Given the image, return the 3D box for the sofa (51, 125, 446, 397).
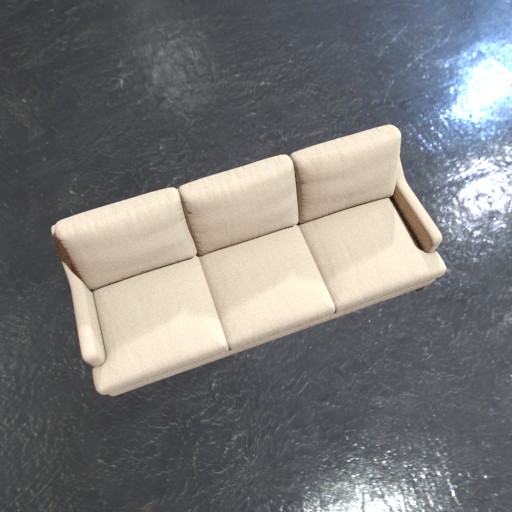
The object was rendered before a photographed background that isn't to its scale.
[{"bbox_3d":[0.000,0.000,2.871,2.321,0.913,1.000,-18,65,-8],"label":"sofa"}]
